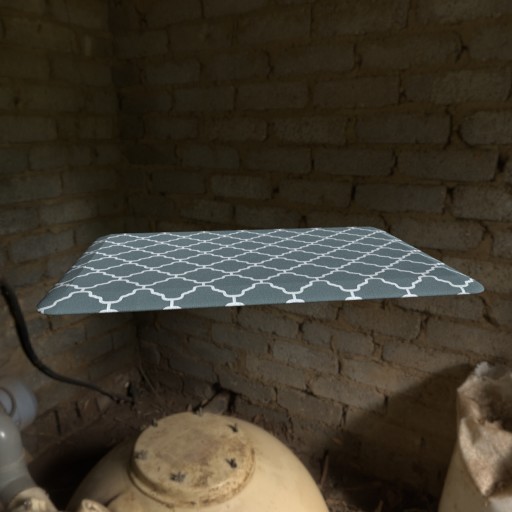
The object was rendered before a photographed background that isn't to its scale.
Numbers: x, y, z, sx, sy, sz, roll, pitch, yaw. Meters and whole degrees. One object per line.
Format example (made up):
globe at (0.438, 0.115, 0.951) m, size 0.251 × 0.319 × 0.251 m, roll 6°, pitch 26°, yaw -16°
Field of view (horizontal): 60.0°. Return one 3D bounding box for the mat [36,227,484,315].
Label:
mat at (0.000, 0.000, 0.958) m, size 0.762 × 0.021 × 0.508 m, roll -2°, pitch 16°, yaw -7°
